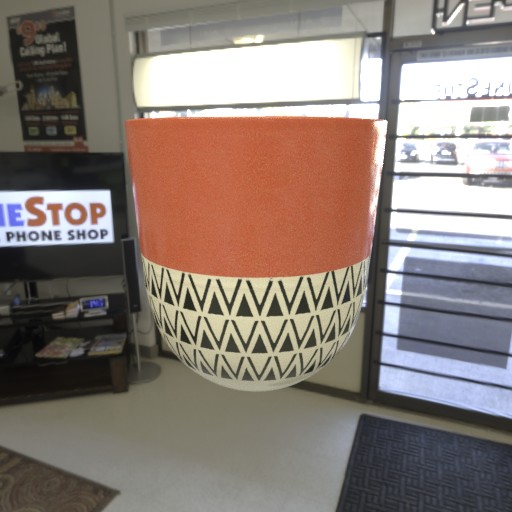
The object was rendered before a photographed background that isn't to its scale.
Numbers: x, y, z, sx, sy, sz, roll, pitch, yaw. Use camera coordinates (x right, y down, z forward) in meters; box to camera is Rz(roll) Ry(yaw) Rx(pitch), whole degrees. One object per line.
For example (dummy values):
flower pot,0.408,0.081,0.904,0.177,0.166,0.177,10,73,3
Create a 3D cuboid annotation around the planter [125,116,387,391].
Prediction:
planter,0.000,0.000,0.369,0.195,0.214,0.195,0,15,0
